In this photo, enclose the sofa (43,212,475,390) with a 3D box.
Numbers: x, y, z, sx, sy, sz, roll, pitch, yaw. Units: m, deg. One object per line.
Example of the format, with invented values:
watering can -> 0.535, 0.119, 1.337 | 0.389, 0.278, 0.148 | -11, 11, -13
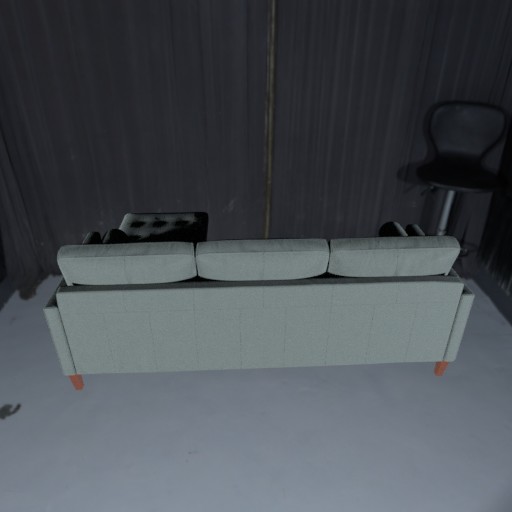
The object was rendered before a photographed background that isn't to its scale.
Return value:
sofa -> 0.000, 0.000, 2.935 | 2.178, 0.876, 1.506 | -2, 30, -3
